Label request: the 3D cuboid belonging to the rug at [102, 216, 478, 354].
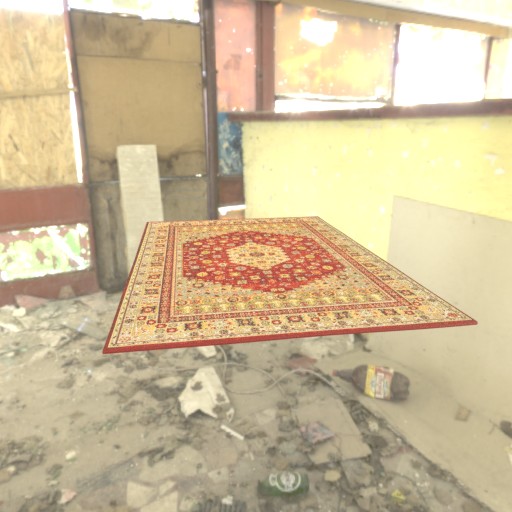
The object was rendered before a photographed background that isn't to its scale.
[{"bbox_3d":[0.000,0.000,2.222,1.194,0.013,1.802,-3,17,-9],"label":"rug"}]
